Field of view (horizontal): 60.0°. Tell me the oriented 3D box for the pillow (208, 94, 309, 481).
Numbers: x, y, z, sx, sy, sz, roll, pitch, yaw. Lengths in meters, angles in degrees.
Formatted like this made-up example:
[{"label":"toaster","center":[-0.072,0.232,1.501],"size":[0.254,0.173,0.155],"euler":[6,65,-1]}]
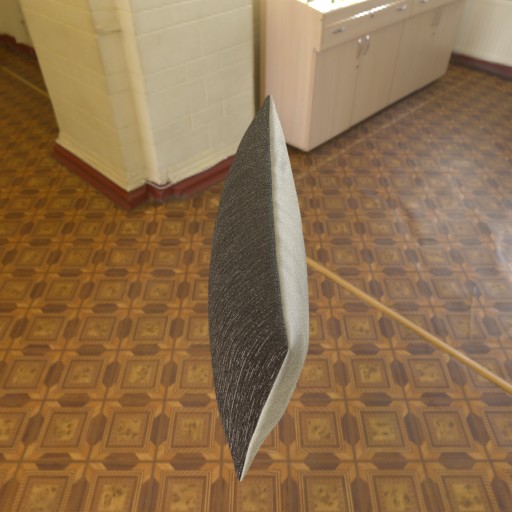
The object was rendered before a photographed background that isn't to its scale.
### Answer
[{"label":"pillow","center":[0.000,0.000,0.745],"size":[0.156,0.305,0.608],"euler":[0,42,0]}]
